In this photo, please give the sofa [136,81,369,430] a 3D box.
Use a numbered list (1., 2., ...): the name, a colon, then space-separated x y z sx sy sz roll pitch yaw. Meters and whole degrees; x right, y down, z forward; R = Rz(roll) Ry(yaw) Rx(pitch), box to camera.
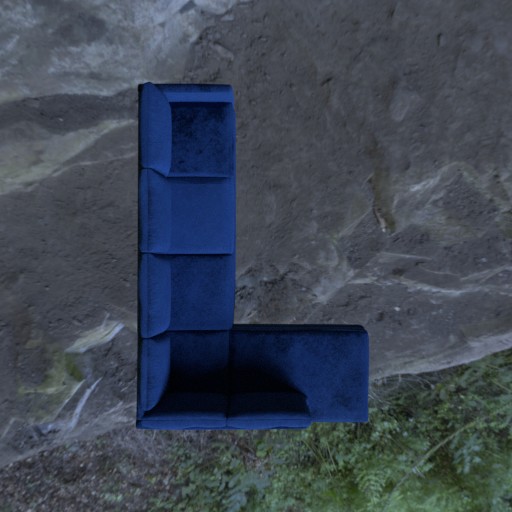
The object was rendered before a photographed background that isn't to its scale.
1. sofa: 0.000 0.000 3.906 2.007 0.815 2.949 0 89 -1
